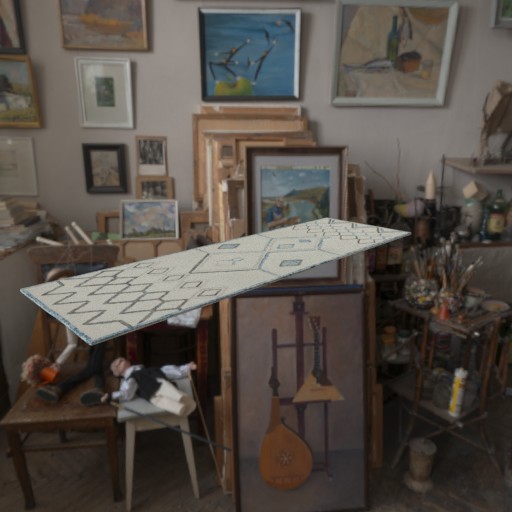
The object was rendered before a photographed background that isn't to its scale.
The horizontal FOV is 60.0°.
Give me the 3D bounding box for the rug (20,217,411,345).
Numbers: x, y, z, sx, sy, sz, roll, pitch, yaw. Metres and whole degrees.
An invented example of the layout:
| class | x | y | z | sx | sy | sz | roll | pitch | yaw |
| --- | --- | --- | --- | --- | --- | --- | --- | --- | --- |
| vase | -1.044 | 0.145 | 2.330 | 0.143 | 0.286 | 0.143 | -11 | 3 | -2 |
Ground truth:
| class | x | y | z | sx | sy | sz | roll | pitch | yaw |
| --- | --- | --- | --- | --- | --- | --- | --- | --- | --- |
| rug | 0.000 | 0.000 | 2.687 | 2.434 | 0.013 | 0.770 | -16 | 23 | -42 |
